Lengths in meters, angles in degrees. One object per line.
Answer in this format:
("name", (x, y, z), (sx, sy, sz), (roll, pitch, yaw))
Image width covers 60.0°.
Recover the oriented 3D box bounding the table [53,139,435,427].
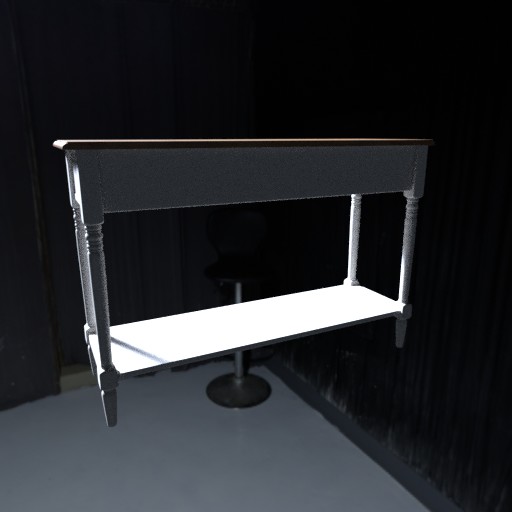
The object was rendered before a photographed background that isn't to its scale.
("table", (0.000, 0.000, 1.579), (1.219, 0.800, 0.399), (-7, 17, -26))
